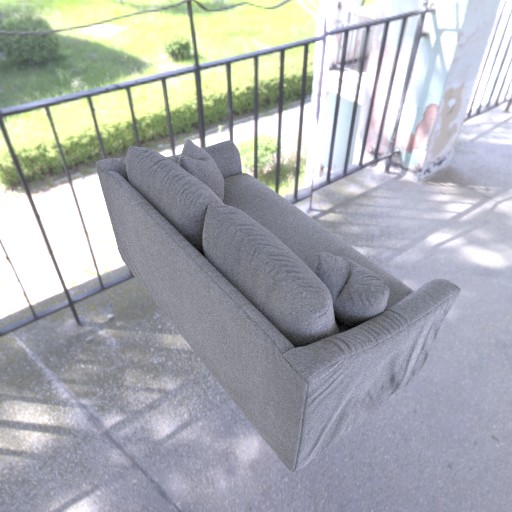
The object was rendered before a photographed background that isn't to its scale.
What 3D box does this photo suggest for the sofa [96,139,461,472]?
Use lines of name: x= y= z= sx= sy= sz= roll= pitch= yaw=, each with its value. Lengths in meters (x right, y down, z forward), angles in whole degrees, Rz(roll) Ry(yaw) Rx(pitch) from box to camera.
sofa: x=0.000 y=0.000 z=2.662 sx=1.072 sy=1.018 sz=2.010 roll=-27 pitch=48 yaw=-27
